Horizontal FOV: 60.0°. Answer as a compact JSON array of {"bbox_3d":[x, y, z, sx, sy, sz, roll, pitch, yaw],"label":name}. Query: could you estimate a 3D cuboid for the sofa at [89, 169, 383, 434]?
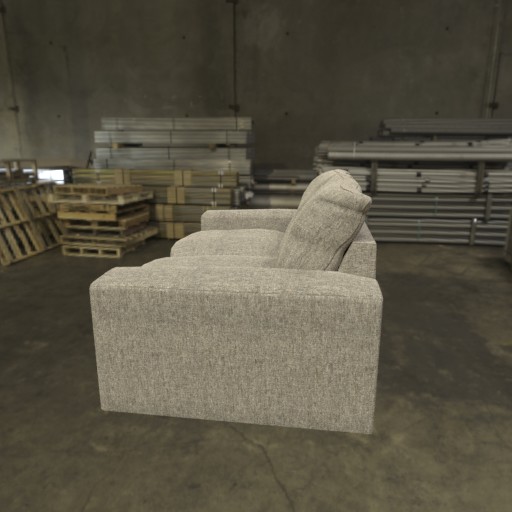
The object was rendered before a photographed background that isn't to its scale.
[{"bbox_3d":[0.000,0.000,2.380,1.094,0.877,1.758,2,15,8],"label":"sofa"}]
